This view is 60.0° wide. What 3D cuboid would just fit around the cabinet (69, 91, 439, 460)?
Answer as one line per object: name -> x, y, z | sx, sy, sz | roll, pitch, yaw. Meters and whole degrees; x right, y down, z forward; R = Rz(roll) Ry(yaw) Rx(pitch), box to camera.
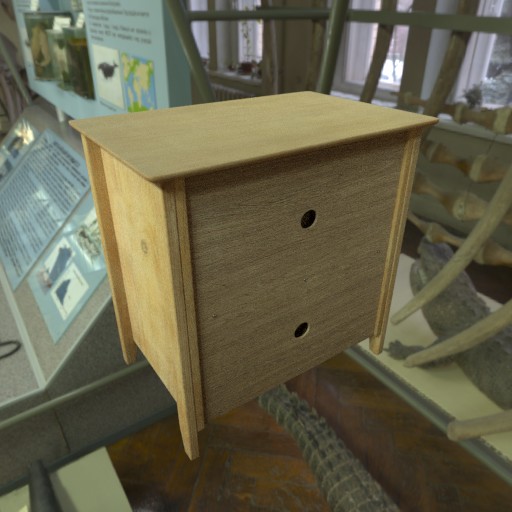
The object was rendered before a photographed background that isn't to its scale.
cabinet -> 0.000, 0.000, 1.265 | 0.763, 0.762, 0.503 | -19, 34, -30
